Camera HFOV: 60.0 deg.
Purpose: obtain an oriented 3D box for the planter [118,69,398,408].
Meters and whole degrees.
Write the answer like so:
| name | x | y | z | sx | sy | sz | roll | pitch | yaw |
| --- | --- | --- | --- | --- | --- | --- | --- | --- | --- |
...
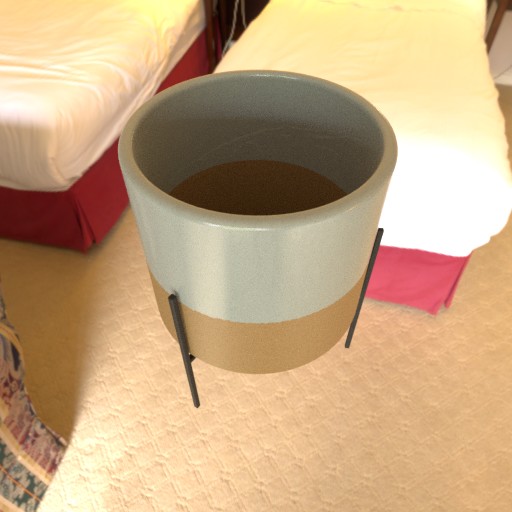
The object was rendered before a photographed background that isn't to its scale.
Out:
| name | x | y | z | sx | sy | sz | roll | pitch | yaw |
| --- | --- | --- | --- | --- | --- | --- | --- | --- | --- |
| planter | 0.000 | 0.000 | 0.733 | 0.348 | 0.480 | 0.360 | -18 | 50 | -15 |
